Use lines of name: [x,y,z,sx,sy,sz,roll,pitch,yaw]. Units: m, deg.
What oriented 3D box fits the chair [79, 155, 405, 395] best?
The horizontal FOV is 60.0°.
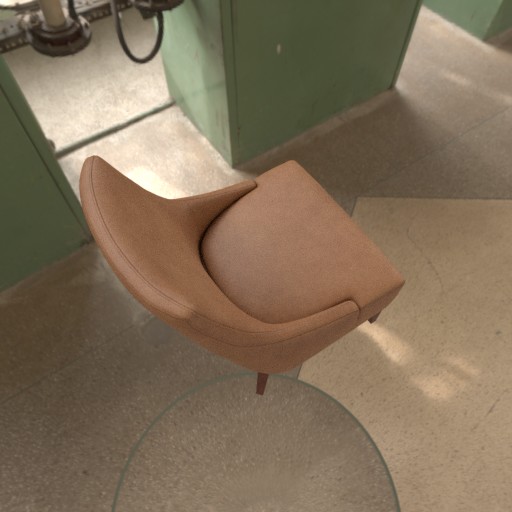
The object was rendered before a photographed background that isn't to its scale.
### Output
chair: [0.000,0.000,1.513,0.861,0.909,0.701,-29,64,-16]
